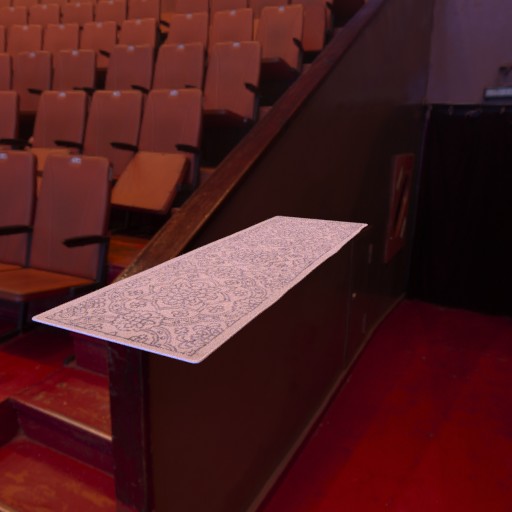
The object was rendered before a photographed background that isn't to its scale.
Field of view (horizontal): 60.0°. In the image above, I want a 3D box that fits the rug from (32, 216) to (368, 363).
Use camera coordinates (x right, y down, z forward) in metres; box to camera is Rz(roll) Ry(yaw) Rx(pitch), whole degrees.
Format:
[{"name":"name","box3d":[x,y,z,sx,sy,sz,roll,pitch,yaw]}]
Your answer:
[{"name":"rug","box3d":[0.000,0.000,2.632,0.806,0.006,2.431,8,18,25]}]
